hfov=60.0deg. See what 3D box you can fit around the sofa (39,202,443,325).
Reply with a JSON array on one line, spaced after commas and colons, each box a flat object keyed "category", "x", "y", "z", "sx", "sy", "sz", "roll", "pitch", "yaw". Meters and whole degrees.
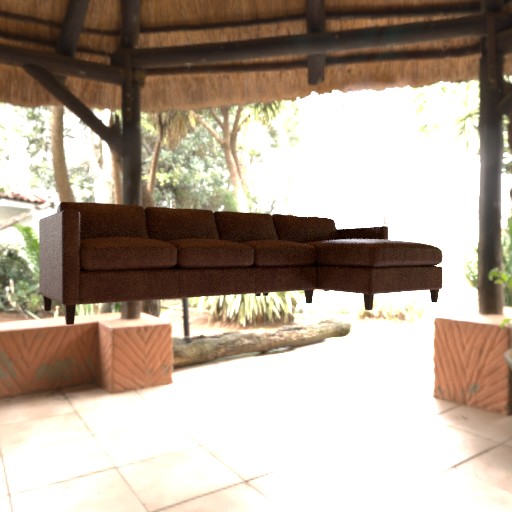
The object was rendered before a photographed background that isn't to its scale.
[{"category": "sofa", "x": 0.000, "y": 0.000, "z": 3.861, "sx": 3.203, "sy": 0.883, "sz": 1.581, "roll": 0, "pitch": 1, "yaw": -34}]
